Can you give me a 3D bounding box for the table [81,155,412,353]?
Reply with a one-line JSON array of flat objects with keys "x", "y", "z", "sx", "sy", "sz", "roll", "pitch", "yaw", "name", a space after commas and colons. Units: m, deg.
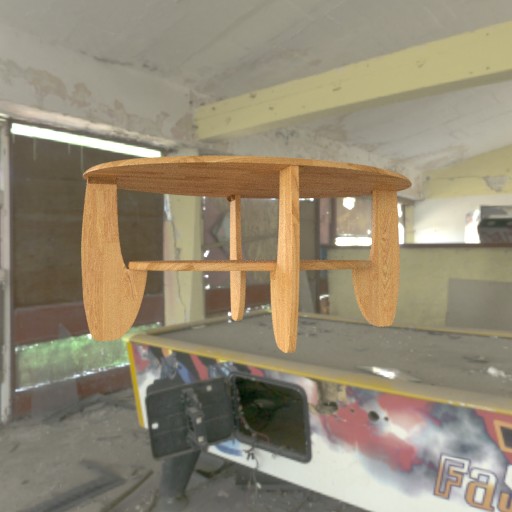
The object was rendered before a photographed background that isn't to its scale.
[{"x": 0.000, "y": 0.000, "z": 1.415, "sx": 1.040, "sy": 0.490, "sz": 0.690, "roll": 0, "pitch": 1, "yaw": -16, "name": "table"}]
